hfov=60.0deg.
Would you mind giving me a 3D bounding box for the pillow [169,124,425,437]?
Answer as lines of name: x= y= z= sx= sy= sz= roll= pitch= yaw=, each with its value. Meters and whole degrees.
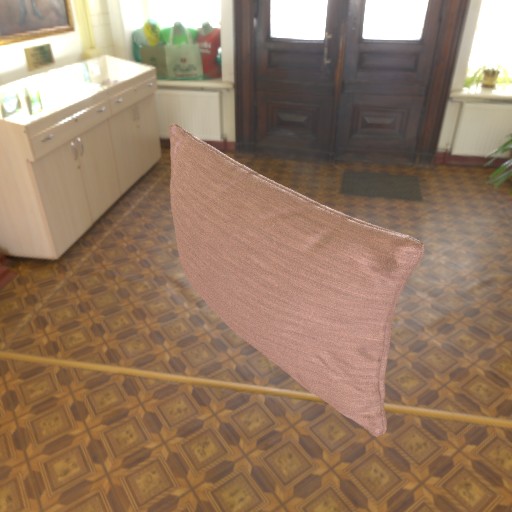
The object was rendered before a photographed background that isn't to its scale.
pillow: x=0.000 y=0.000 z=0.798 sx=0.210 sy=0.338 sz=0.633 roll=-21 pitch=37 yaw=-30
